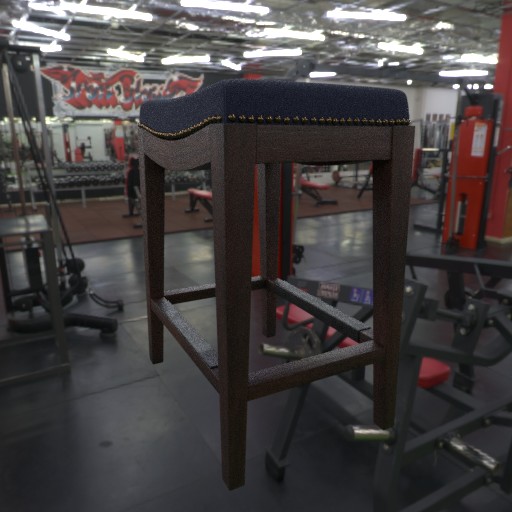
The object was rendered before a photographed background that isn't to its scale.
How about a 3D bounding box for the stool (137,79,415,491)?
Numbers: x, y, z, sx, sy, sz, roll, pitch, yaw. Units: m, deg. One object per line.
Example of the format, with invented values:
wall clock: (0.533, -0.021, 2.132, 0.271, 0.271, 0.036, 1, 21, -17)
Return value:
stool: (0.000, 0.000, 0.934, 0.361, 0.642, 0.500, -8, 17, -27)
